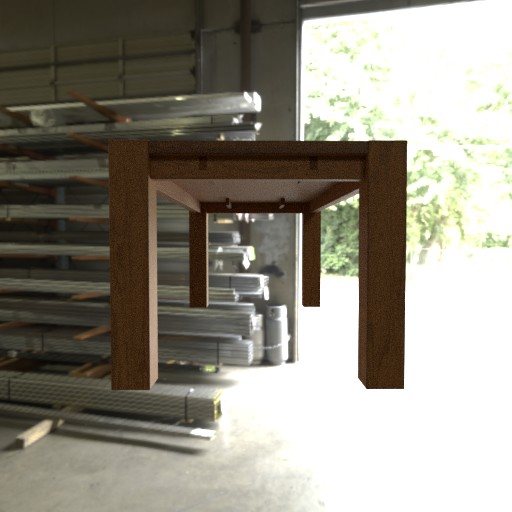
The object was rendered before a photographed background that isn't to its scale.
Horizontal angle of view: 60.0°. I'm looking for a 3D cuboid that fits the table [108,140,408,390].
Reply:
[{"bbox_3d":[0.000,0.000,2.243,0.900,0.760,1.800,0,2,0],"label":"table"}]
